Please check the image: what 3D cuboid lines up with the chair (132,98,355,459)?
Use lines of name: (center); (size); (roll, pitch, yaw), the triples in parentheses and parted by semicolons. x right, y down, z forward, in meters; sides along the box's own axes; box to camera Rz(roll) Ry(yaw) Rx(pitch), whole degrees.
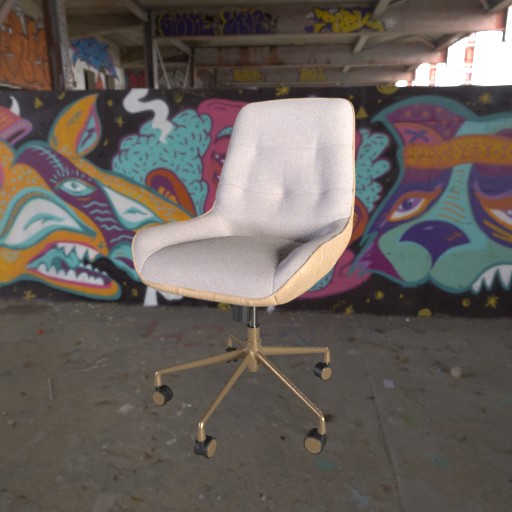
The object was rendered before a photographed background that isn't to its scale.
chair: (0.000, 0.000, 1.330); (0.564, 0.952, 0.668); (7, 15, 25)
